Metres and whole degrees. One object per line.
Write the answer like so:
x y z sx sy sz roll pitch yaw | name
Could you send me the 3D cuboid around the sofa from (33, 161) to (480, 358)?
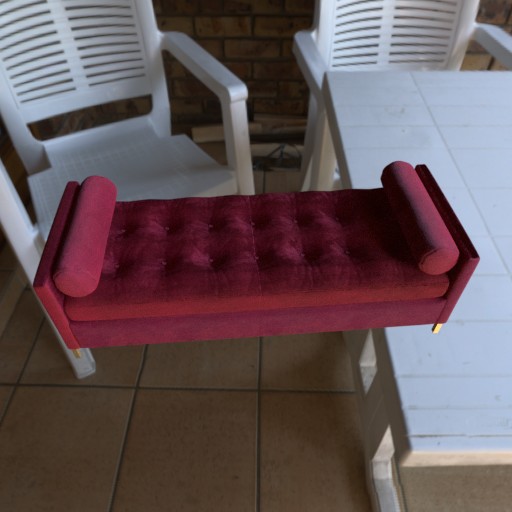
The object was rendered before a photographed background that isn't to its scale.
0.000 0.000 2.508 2.102 0.705 0.796 -3 47 -3 | sofa
